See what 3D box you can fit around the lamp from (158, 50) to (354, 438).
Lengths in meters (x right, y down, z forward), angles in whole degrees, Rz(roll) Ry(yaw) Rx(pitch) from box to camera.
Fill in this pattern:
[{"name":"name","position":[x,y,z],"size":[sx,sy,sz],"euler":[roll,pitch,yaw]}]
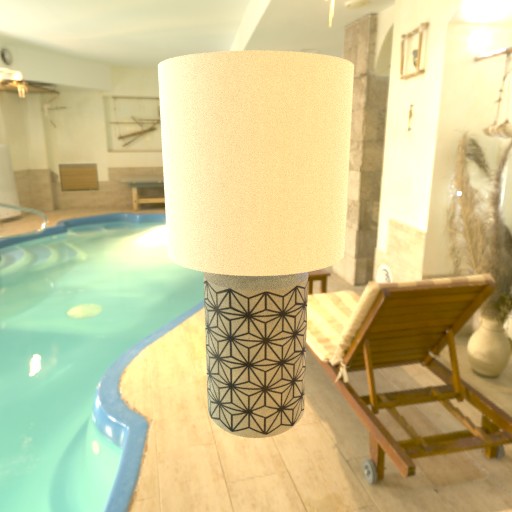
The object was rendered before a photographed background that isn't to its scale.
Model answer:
[{"name":"lamp","position":[0.000,0.000,0.529],"size":[0.206,0.416,0.206],"euler":[-2,15,-9]}]
